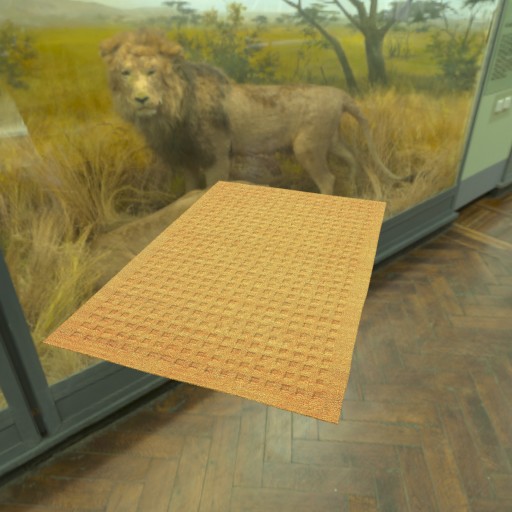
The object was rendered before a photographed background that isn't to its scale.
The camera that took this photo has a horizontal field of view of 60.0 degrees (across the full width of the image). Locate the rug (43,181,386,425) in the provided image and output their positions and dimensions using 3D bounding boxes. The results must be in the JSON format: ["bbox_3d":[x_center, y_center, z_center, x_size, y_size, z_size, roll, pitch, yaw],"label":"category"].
[{"bbox_3d":[0.000,0.000,2.248,1.143,0.006,1.747,10,33,16],"label":"rug"}]
